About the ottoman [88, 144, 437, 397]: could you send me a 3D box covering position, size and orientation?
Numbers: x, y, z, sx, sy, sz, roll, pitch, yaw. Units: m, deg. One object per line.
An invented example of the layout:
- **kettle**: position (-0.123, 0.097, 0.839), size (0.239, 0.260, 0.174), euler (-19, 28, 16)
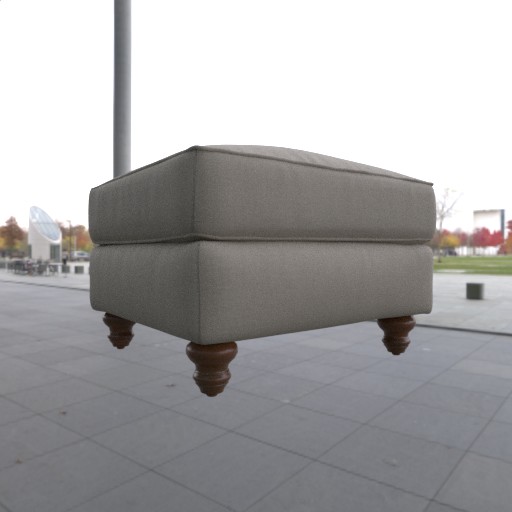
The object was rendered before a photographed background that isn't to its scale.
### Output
- **ottoman**: position (0.000, 0.000, 1.172), size (0.716, 0.505, 0.662), euler (0, 1, -36)
